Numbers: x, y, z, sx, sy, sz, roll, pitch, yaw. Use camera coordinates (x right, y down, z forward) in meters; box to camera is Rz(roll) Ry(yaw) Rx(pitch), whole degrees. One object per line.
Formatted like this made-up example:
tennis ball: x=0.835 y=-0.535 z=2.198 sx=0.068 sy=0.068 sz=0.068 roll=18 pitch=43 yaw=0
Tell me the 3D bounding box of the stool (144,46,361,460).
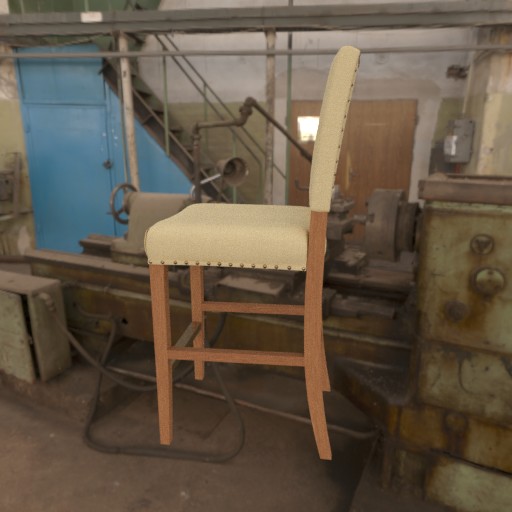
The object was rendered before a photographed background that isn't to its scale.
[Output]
stool: x=0.000 y=0.000 z=1.443 sx=0.584 sy=1.168 sz=0.445 roll=2 pitch=16 yaw=8
